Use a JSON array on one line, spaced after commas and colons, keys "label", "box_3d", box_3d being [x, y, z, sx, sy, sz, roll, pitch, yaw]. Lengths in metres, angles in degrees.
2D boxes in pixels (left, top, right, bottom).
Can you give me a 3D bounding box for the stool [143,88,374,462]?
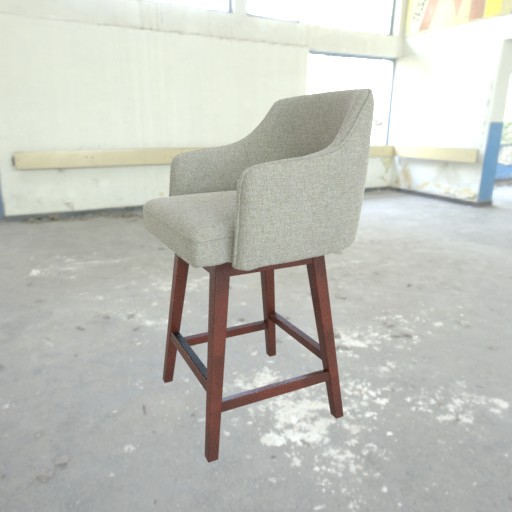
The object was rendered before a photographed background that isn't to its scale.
[{"label": "stool", "box_3d": [0.000, 0.000, 1.326, 0.558, 0.944, 0.599, -8, 18, -25]}]
